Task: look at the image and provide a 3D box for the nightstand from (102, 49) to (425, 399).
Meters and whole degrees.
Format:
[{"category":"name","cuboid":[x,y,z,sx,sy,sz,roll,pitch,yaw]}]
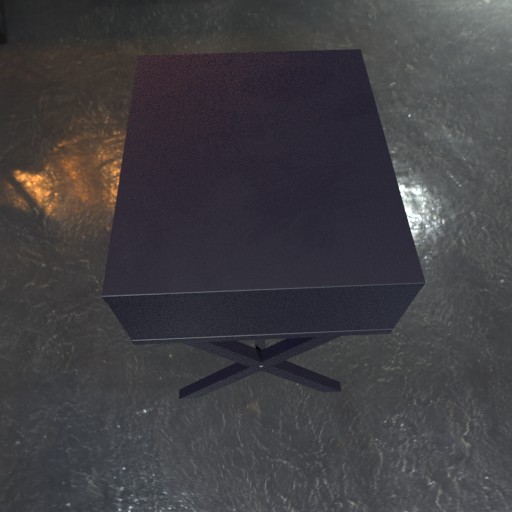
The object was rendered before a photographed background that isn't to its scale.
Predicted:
[{"category":"nightstand","cuboid":[0.000,0.000,0.937,0.402,0.623,0.479,-2,59,-1]}]
